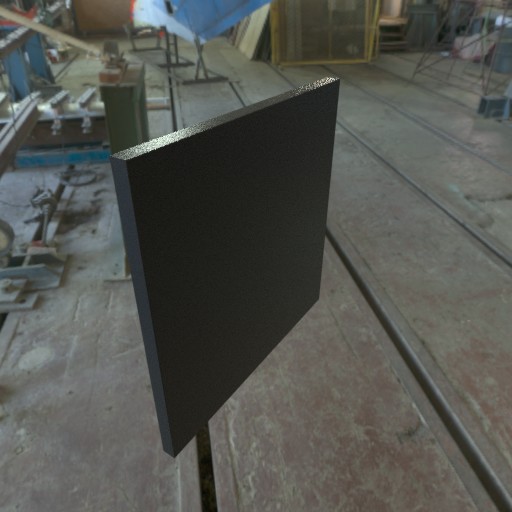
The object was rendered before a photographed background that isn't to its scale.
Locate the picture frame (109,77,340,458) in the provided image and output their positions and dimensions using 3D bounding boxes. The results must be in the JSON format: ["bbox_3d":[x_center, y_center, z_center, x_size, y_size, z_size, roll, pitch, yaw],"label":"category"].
[{"bbox_3d":[0.000,0.000,0.847,0.029,0.557,0.559,20,38,28],"label":"picture frame"}]
